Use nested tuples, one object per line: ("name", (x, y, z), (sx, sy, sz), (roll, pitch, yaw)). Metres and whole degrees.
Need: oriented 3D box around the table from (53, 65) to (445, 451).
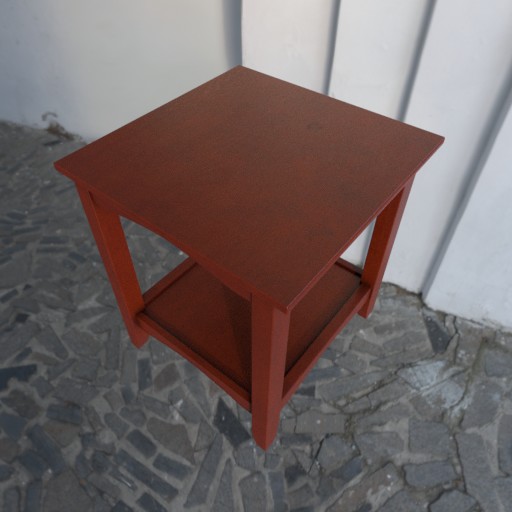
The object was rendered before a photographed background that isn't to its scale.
("table", (0.000, 0.000, 0.997), (0.522, 0.558, 0.523), (32, 55, 27))
